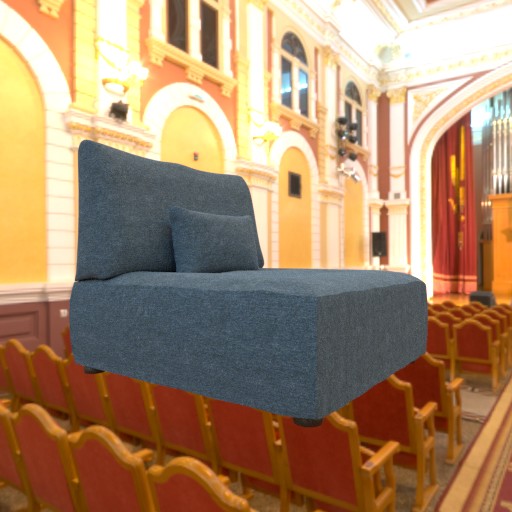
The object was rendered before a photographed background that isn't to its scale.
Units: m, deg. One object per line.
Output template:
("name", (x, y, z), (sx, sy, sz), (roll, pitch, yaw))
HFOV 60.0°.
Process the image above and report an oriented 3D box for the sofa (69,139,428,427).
("sofa", (0.000, 0.000, 1.661), (1.000, 0.820, 0.930), (0, 0, 36))
